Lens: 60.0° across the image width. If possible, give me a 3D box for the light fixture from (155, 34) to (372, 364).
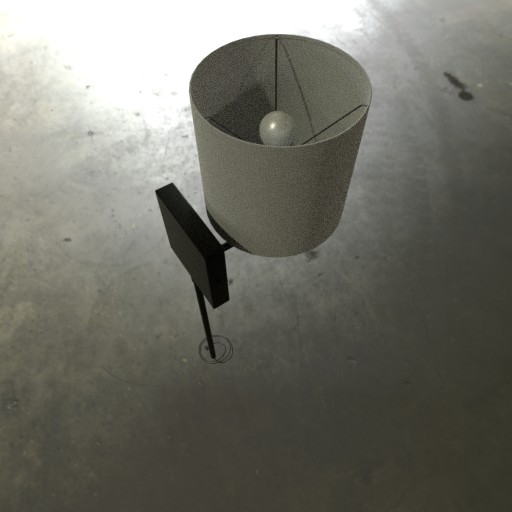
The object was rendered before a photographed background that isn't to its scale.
[{"bbox_3d":[0.000,0.000,0.693,0.248,0.589,0.188,-29,61,-18],"label":"light fixture"}]
